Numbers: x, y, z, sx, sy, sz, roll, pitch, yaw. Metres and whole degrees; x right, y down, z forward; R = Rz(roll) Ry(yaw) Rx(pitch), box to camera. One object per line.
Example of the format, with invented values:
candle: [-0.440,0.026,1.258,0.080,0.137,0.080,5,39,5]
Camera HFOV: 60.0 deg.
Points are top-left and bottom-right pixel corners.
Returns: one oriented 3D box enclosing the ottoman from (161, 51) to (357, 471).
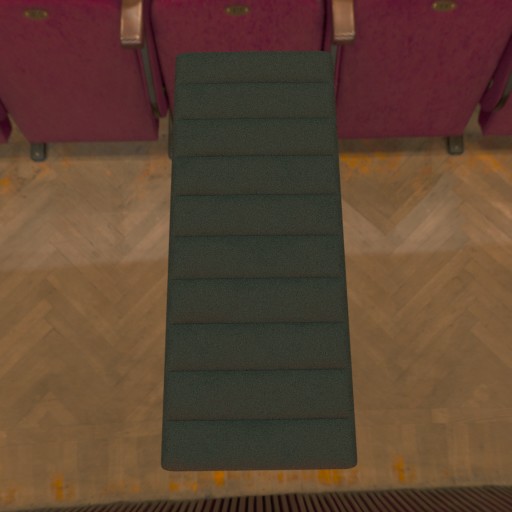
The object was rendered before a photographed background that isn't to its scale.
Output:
ottoman: [0.000,0.000,1.373,0.482,0.469,1.151,-1,76,0]
